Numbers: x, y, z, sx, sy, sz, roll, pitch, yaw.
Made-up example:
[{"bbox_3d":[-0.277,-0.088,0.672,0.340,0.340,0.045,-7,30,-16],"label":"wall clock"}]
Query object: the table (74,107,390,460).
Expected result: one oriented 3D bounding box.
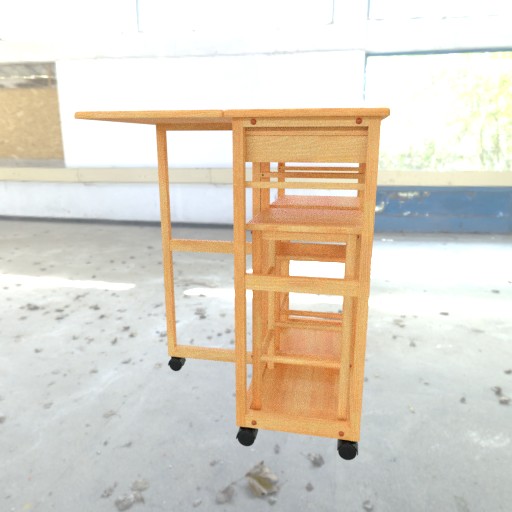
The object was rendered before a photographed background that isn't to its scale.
[{"bbox_3d":[0.000,0.000,1.395,0.693,0.832,0.752,3,15,11],"label":"table"}]
